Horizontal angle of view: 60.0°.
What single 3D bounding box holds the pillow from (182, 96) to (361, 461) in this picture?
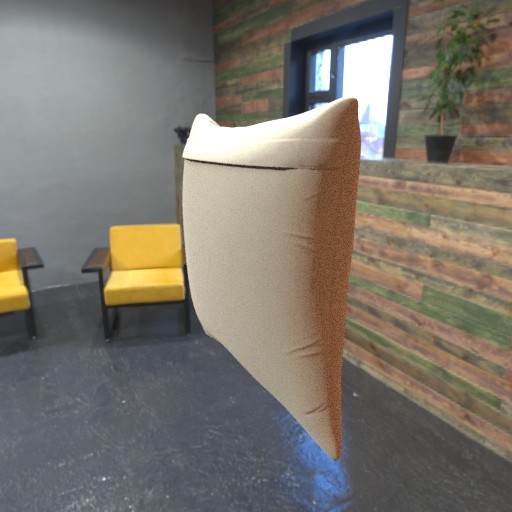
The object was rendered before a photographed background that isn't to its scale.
[{"bbox_3d":[0.000,0.000,0.636,0.173,0.406,0.405,-8,17,-27],"label":"pillow"}]
